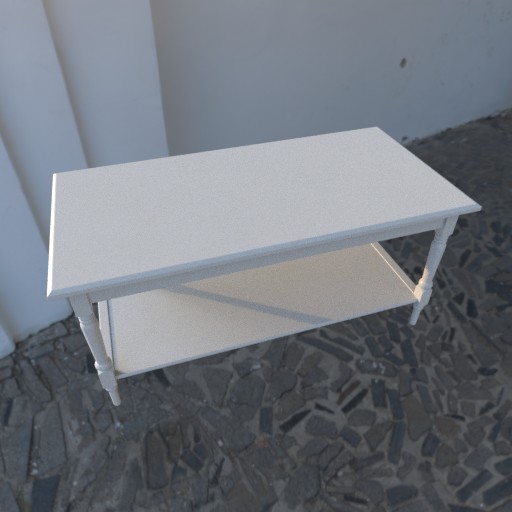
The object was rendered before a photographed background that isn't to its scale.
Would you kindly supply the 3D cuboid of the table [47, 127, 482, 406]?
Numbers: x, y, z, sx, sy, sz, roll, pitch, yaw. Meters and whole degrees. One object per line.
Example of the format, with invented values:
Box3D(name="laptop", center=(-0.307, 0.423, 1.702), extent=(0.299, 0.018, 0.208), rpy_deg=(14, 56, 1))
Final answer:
Box3D(name="table", center=(0.000, 0.000, 1.427), extent=(1.109, 0.506, 0.551), rpy_deg=(-12, 41, -14))
